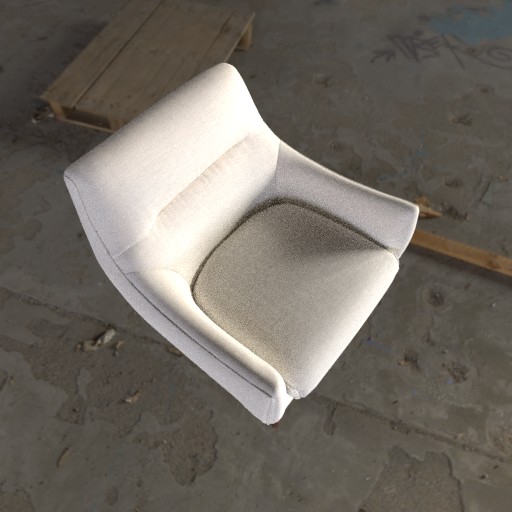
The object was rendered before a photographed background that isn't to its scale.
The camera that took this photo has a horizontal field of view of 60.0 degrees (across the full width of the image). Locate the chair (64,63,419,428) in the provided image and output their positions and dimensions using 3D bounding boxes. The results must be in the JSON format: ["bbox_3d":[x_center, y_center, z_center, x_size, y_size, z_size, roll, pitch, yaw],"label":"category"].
[{"bbox_3d":[0.000,0.000,1.437,0.787,0.838,0.762,34,63,20],"label":"chair"}]
